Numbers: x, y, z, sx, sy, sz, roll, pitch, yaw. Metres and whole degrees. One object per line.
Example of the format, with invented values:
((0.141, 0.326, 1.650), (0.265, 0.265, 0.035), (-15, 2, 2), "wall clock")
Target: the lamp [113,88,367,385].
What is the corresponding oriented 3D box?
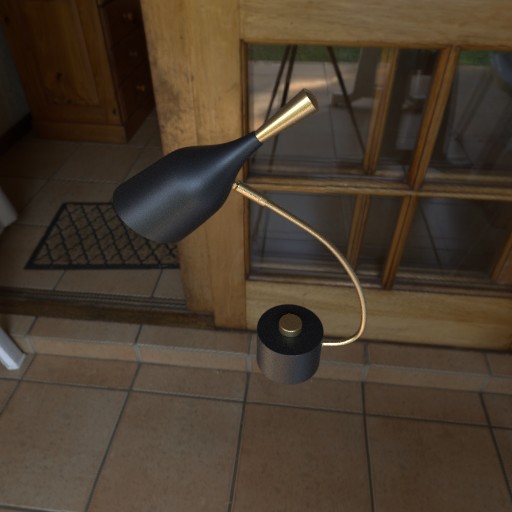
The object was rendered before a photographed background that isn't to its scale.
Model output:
((0.000, 0.000, 0.618), (0.352, 0.464, 0.110), (0, 41, 0), "lamp")
